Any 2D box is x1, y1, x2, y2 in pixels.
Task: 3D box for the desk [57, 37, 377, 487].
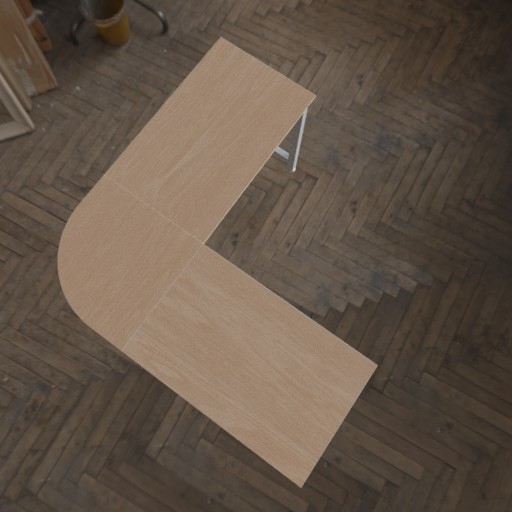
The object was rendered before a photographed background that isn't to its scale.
[{"bbox_3d":[0.000,0.000,2.241,1.400,0.762,1.400,35,79,8],"label":"desk"}]
